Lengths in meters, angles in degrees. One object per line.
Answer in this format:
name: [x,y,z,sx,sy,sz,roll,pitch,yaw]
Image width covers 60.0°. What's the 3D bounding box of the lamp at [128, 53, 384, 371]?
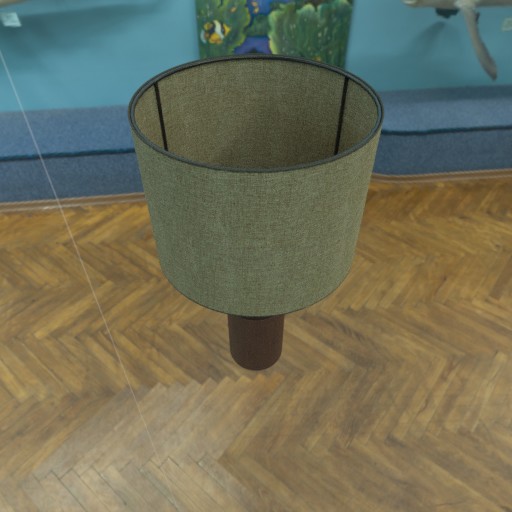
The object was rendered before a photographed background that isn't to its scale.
lamp: [0.000,0.000,0.478,0.202,0.350,0.202,0,44,0]
